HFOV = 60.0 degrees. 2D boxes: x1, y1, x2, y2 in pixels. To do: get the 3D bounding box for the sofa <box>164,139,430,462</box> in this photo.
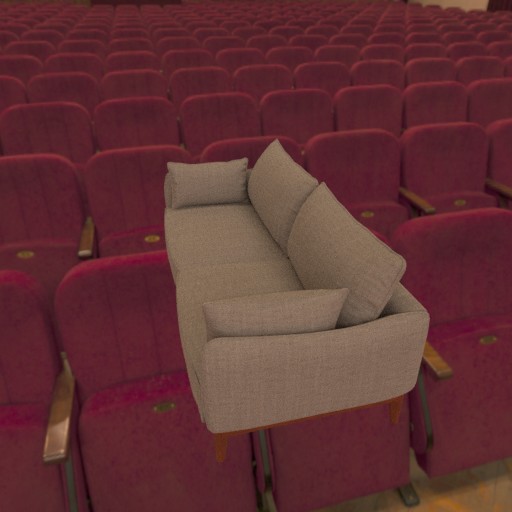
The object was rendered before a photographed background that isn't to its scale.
[{"bbox_3d":[0.000,0.000,2.540,0.972,0.851,1.989,-7,30,-12],"label":"sofa"}]
